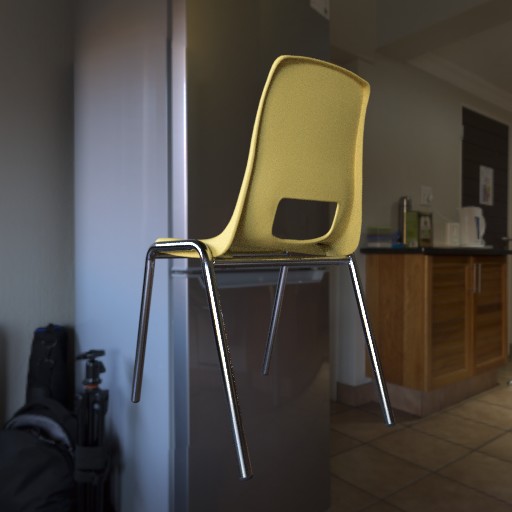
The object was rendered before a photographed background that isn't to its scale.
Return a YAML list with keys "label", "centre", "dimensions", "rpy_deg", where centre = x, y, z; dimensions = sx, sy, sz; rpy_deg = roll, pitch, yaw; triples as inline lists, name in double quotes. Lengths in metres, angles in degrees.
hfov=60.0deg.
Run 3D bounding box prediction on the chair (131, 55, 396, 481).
- label: "chair"
  centre: [0.000, 0.000, 0.915]
  dimensions: [0.381, 0.653, 0.436]
  rpy_deg: [-1, 1, -36]
